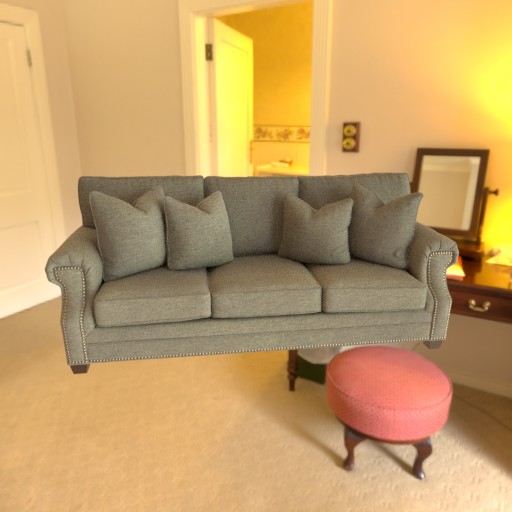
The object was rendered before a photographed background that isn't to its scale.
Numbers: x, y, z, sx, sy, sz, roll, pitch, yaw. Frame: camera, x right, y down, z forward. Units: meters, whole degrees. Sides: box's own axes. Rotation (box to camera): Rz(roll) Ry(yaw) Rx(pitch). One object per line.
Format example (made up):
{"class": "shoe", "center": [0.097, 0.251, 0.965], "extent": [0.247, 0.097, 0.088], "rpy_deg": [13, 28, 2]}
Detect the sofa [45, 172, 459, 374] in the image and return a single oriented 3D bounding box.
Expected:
{"class": "sofa", "center": [0.000, 0.000, 2.791], "extent": [2.312, 0.975, 0.965], "rpy_deg": [-2, 17, -7]}
